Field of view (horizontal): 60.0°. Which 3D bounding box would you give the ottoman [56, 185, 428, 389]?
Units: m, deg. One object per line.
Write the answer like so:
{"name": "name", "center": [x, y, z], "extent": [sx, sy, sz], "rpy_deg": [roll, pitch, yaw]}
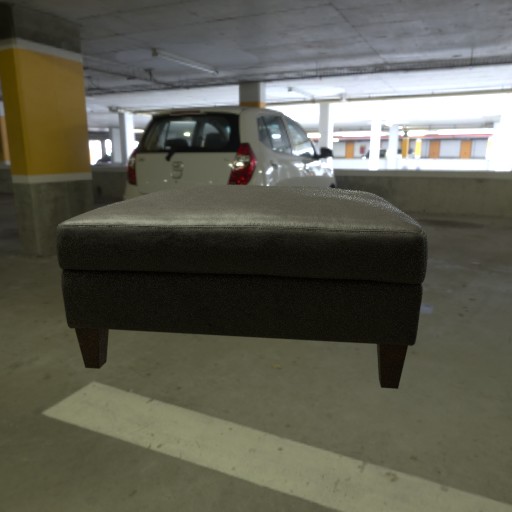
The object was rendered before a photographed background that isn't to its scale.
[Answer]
{"name": "ottoman", "center": [0.000, 0.000, 1.364], "extent": [0.836, 0.415, 0.844], "rpy_deg": [2, 13, 8]}
